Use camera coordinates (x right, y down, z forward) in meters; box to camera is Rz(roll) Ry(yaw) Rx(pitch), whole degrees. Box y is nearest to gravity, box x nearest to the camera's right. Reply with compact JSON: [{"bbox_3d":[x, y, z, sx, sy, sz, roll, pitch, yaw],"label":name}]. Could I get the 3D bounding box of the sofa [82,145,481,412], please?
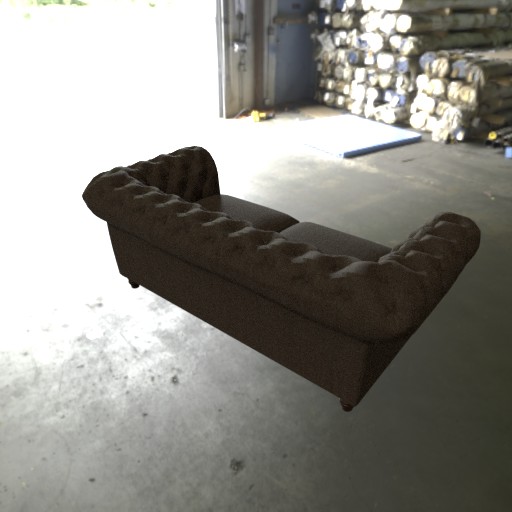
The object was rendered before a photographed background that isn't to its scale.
[{"bbox_3d":[0.000,0.000,2.492,2.048,0.780,0.944,22,37,33],"label":"sofa"}]
